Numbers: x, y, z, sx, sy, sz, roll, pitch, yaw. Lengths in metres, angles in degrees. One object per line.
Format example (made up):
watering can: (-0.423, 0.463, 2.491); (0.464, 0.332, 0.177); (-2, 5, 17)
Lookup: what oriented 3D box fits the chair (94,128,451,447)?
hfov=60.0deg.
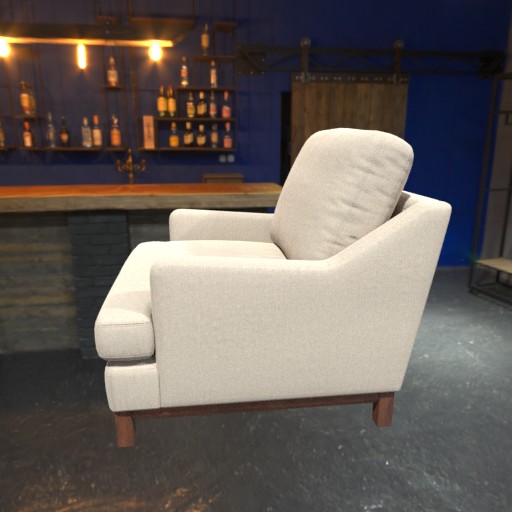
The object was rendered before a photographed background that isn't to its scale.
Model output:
chair: (0.000, 0.000, 1.650); (1.001, 0.916, 0.912); (-2, 15, -7)
